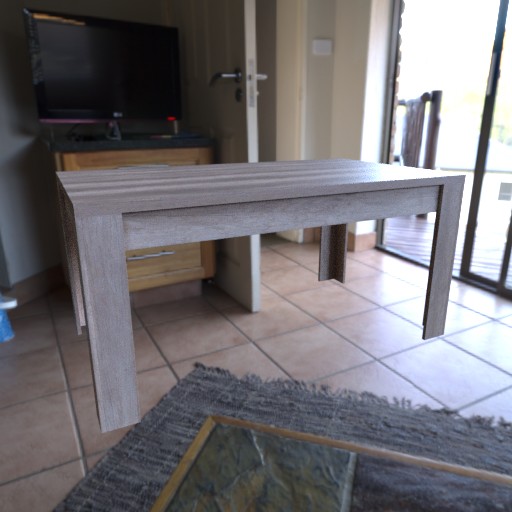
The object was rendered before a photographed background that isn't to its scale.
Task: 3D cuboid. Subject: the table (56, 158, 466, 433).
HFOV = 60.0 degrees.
[{"bbox_3d":[0.000,0.000,2.094,1.600,0.775,0.900,-8,19,-25],"label":"table"}]
